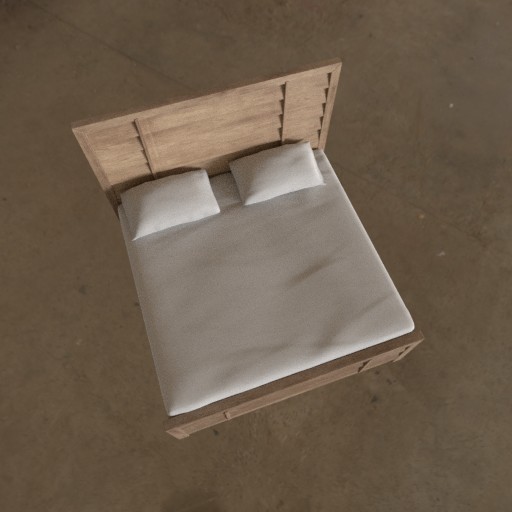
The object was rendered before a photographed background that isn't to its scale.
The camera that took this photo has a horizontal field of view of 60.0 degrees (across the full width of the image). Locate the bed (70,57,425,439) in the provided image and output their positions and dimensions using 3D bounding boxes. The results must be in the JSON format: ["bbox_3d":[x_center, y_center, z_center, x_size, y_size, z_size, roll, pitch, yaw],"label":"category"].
[{"bbox_3d":[0.000,0.000,3.511,2.032,1.626,2.032,-17,64,-9],"label":"bed"}]
